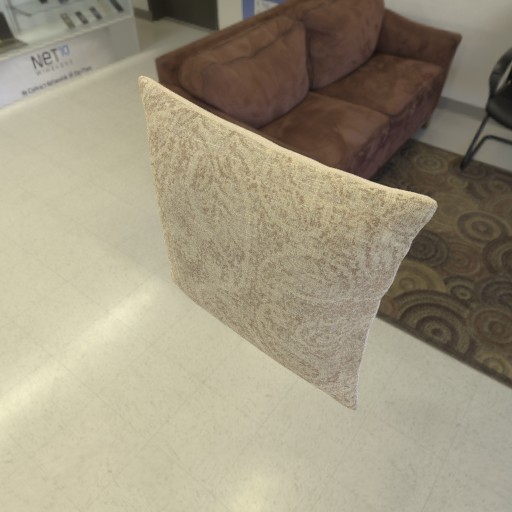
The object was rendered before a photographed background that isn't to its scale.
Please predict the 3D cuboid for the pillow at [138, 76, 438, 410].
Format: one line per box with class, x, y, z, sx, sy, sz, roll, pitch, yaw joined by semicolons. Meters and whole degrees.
pillow;0.000;0.000;0.793;0.523;0.510;0.166;31;54;26
